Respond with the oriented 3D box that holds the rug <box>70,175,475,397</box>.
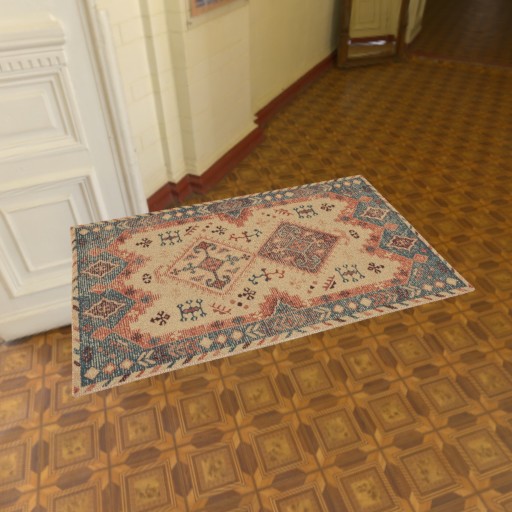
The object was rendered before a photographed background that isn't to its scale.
[{"bbox_3d":[0.000,0.000,3.090,2.464,0.023,1.521,-12,42,-14],"label":"rug"}]
